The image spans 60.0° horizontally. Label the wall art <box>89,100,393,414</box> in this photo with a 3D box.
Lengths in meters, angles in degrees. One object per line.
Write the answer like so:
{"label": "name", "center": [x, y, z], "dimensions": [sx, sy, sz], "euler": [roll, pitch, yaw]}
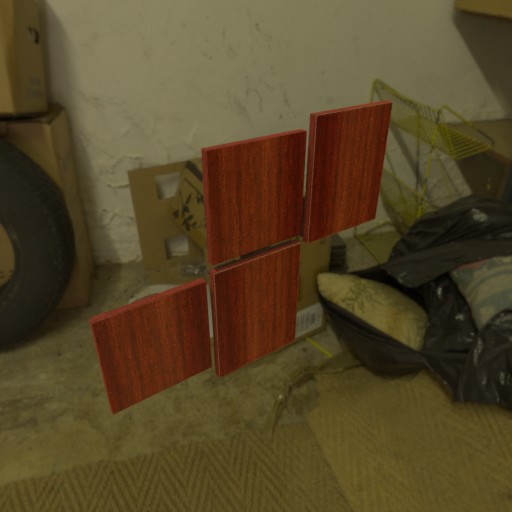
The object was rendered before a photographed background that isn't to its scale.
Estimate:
{"label": "wall art", "center": [0.000, 0.000, 0.841], "dimensions": [0.635, 0.497, 0.030], "euler": [-20, 36, -30]}
